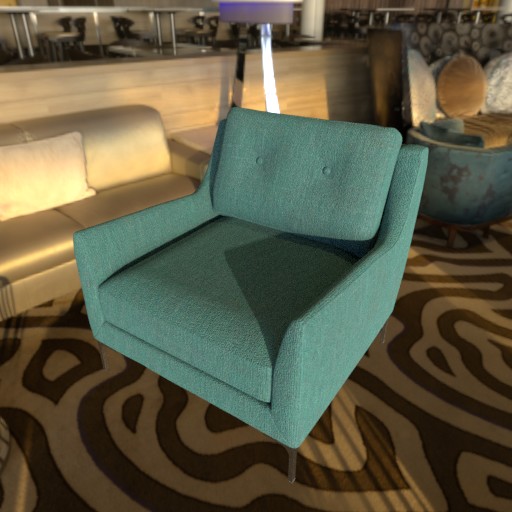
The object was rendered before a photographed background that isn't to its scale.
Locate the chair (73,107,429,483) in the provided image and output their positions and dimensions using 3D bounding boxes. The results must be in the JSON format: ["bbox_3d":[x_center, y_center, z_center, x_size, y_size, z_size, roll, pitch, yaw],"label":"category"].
[{"bbox_3d":[0.000,0.000,1.516,0.847,0.828,0.849,18,34,29],"label":"chair"}]
